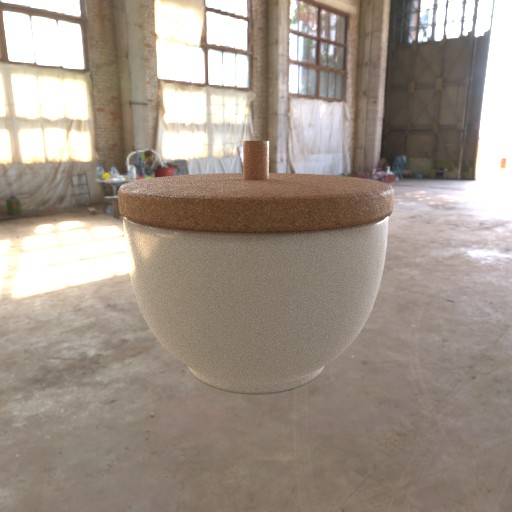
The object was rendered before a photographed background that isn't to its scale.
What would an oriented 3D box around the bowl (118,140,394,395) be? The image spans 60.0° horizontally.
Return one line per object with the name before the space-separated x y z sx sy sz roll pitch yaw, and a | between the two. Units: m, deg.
bowl | 0.000 0.000 0.219 0.126 0.110 0.126 0 14 0
